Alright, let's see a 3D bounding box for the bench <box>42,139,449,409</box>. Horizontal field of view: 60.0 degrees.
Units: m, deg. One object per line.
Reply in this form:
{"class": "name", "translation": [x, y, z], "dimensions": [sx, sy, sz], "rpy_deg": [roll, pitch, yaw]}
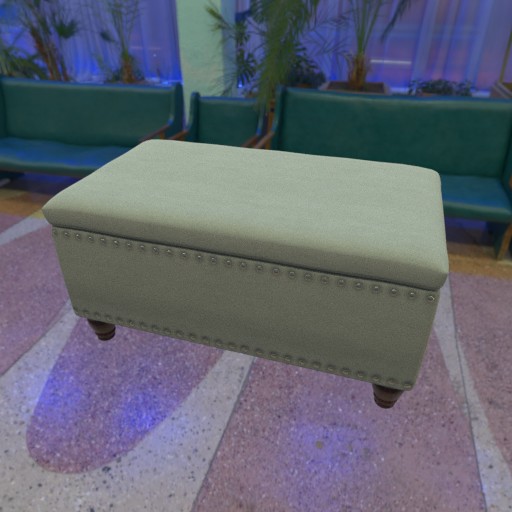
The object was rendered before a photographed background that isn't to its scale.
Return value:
{"class": "bench", "translation": [0.000, 0.000, 1.209], "dimensions": [0.887, 0.449, 0.500], "rpy_deg": [10, 34, 15]}
